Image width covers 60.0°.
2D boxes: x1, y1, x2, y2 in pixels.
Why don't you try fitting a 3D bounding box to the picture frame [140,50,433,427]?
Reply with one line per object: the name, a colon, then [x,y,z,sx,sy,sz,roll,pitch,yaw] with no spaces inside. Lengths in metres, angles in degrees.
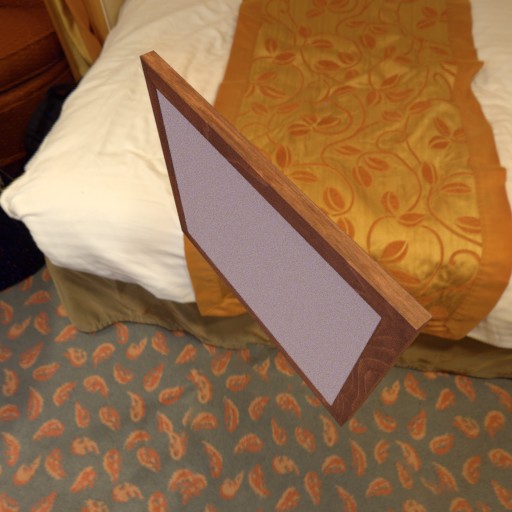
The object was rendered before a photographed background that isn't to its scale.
picture frame: [0.000,0.000,0.753,0.025,0.457,0.559,-32,63,-19]
